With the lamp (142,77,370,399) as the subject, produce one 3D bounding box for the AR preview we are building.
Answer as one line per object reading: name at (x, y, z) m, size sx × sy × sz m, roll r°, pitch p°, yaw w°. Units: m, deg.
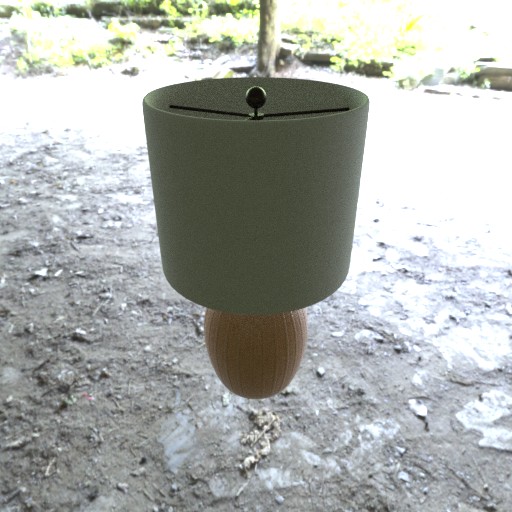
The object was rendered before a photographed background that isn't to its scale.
lamp at (0.000, 0.000, 0.788) m, size 0.329 × 0.570 × 0.329 m, roll 0°, pitch 30°, yaw 0°
